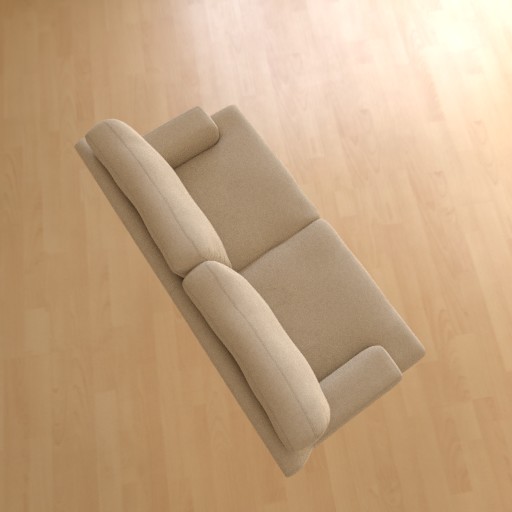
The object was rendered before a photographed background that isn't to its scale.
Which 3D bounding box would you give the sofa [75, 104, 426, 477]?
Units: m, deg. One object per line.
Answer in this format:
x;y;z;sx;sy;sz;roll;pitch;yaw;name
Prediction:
0.000;0.000;2.369;0.962;0.967;1.885;-33;77;-9;sofa
